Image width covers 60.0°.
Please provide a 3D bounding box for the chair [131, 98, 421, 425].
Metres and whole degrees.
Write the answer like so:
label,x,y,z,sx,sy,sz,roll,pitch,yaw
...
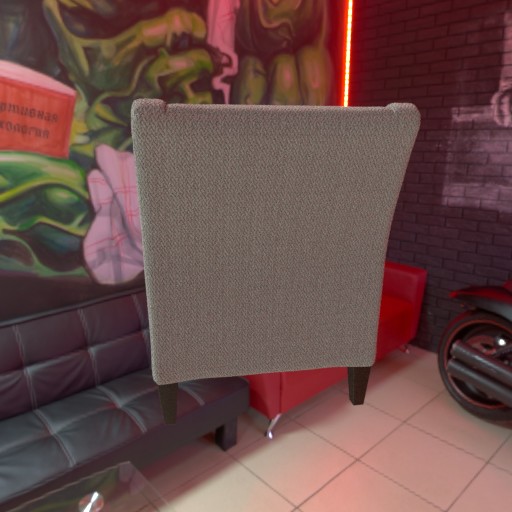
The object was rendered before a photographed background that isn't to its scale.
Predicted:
label,x,y,z,sx,sy,sz,roll,pitch,yaw
chair,0.000,0.000,1.631,0.774,1.014,0.870,-2,14,-10
